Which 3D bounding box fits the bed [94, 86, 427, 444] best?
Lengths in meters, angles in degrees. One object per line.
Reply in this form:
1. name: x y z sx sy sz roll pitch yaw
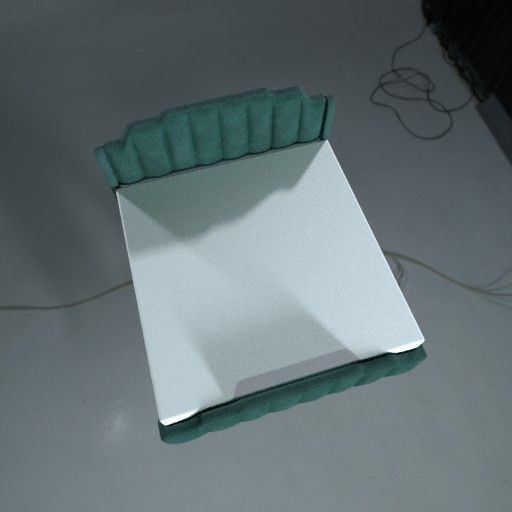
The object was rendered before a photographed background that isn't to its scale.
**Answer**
1. bed: 0.000 0.000 3.597 2.074 1.245 2.340 -15 64 -8
